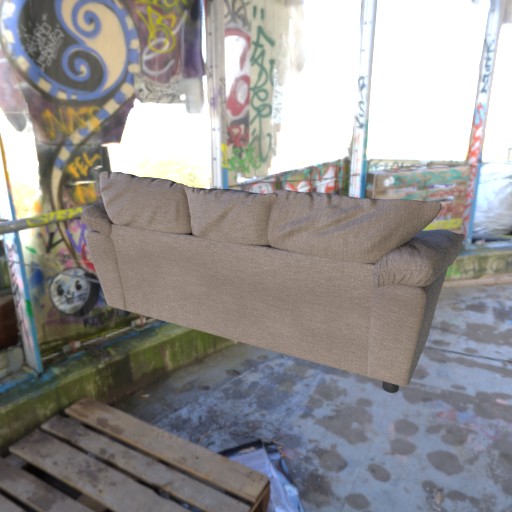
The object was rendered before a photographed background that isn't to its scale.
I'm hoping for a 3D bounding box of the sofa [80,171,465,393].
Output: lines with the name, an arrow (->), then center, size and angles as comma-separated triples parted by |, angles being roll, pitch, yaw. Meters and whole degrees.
sofa -> 0.000, 0.000, 2.904 | 2.390, 1.043, 0.927 | 9, 20, 28
